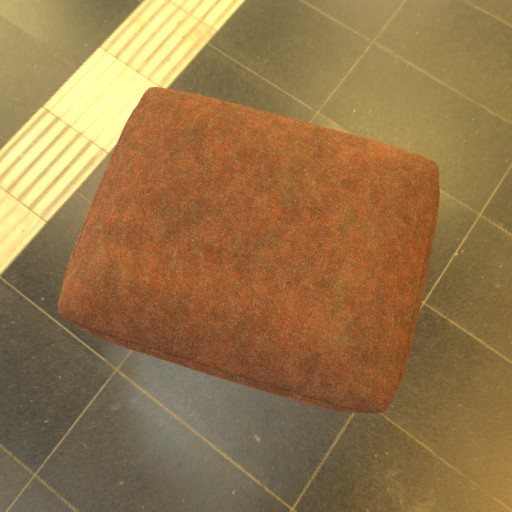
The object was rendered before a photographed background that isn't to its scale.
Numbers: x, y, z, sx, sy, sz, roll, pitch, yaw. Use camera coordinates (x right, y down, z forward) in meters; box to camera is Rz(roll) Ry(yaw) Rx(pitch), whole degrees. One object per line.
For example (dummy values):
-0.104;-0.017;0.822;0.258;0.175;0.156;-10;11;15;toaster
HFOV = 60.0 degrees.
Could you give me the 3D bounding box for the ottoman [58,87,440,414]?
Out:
0.000;0.000;1.164;0.787;0.508;0.635;16;76;4;ottoman
